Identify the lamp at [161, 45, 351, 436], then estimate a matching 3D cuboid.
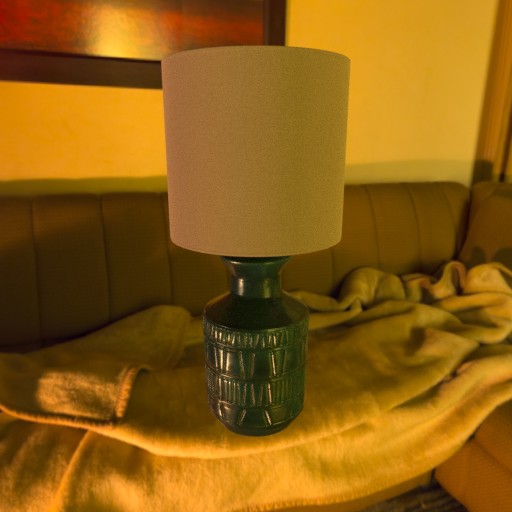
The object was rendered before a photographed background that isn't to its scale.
[{"bbox_3d":[0.000,0.000,0.564,0.211,0.455,0.211,-14,20,-41],"label":"lamp"}]
